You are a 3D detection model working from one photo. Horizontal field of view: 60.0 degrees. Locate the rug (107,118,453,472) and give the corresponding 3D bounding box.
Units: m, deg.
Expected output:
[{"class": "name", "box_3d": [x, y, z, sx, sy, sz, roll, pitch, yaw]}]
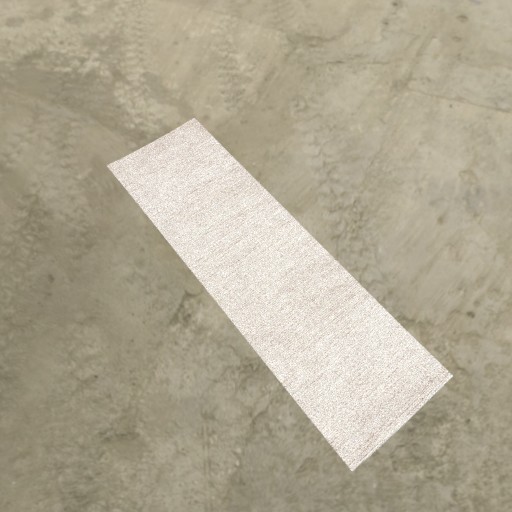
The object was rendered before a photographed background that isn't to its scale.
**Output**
[{"class": "rug", "box_3d": [0.000, 0.000, 2.594, 0.712, 0.013, 2.346, -34, 65, -18]}]
